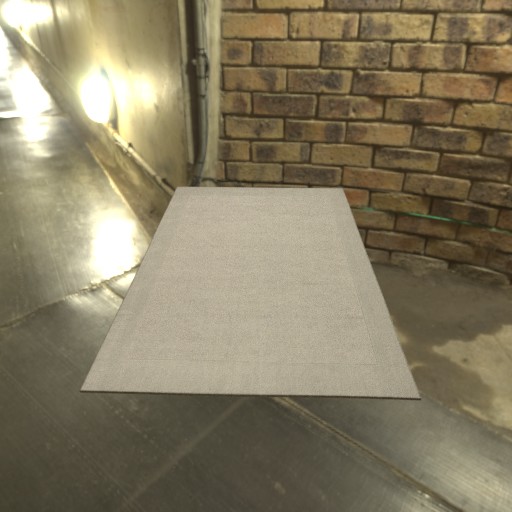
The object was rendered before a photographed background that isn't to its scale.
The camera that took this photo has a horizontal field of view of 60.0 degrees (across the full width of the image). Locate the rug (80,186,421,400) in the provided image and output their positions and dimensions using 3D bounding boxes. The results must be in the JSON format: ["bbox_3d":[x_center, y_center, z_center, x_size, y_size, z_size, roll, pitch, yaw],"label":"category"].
[{"bbox_3d":[0.000,0.000,3.017,1.524,0.014,2.438,1,31,1],"label":"rug"}]
